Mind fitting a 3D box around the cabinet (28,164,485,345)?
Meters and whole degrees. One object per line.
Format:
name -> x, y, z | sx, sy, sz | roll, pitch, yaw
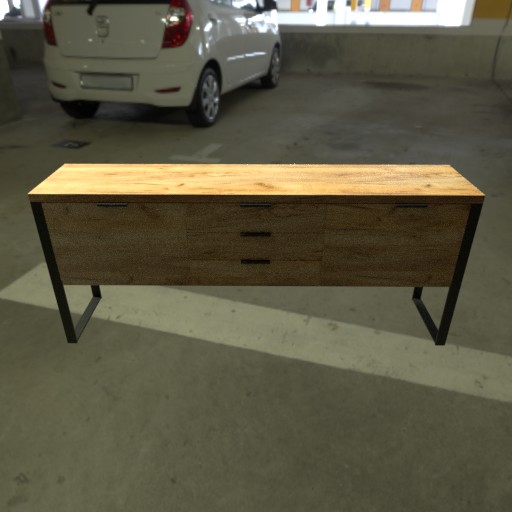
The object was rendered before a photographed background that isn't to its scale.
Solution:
cabinet -> 0.000, 0.000, 2.090 | 1.800, 0.762, 0.395 | 0, 29, 0
